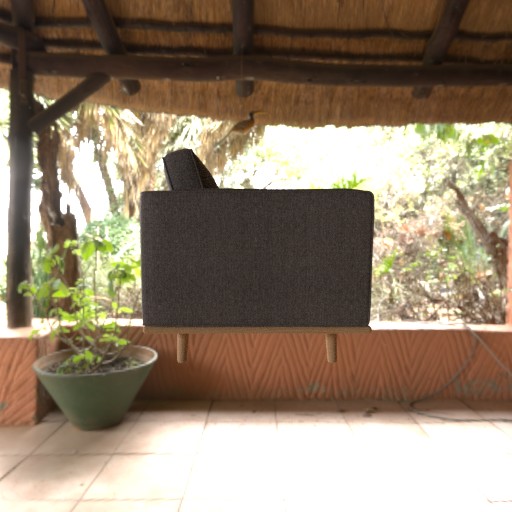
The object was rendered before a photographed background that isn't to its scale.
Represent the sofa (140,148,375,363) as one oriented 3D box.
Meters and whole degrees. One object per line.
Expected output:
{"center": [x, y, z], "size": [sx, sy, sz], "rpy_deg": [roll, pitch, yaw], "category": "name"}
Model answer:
{"center": [0.000, 0.000, 2.782], "size": [0.903, 0.899, 2.362], "rpy_deg": [0, -1, 0], "category": "sofa"}
